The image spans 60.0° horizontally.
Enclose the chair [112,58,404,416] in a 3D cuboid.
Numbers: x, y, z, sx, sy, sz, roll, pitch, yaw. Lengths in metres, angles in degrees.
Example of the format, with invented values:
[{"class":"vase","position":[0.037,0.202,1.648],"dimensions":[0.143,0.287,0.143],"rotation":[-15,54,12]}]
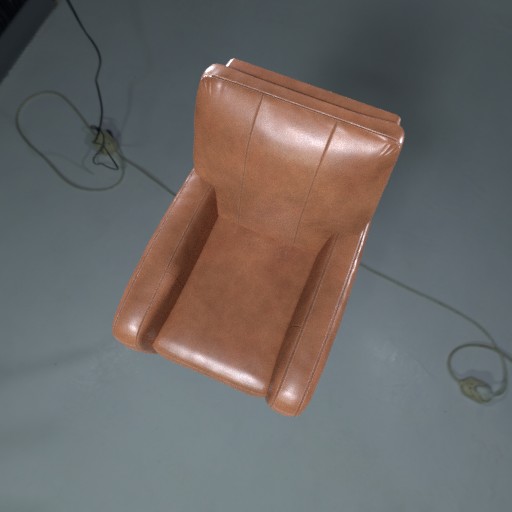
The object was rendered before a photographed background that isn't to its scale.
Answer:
[{"class":"chair","position":[0.000,0.000,1.690],"dimensions":[0.762,0.990,0.990],"rotation":[22,75,6]}]
